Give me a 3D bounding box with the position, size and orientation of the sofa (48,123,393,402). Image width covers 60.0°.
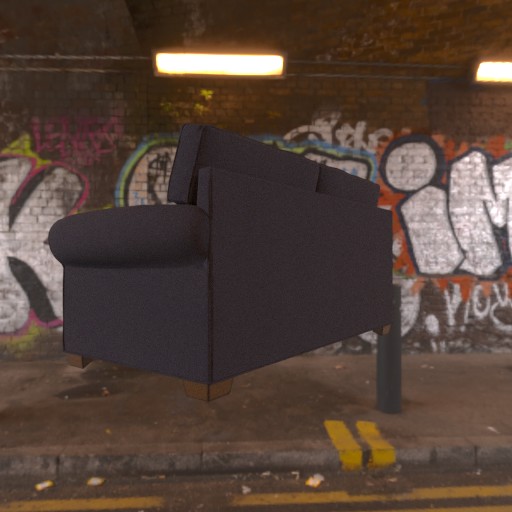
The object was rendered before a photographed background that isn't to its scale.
[{"bbox_3d":[0.000,0.000,2.522,0.951,1.031,2.009,0,0,37],"label":"sofa"}]
